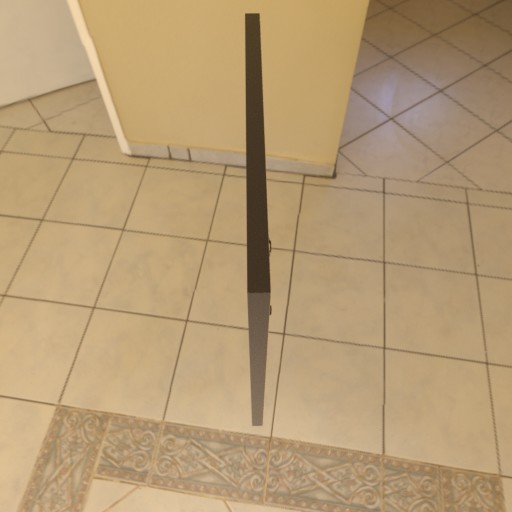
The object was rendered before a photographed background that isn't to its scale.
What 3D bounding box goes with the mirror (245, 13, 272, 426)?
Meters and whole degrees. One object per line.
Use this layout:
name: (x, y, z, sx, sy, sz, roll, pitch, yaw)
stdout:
mirror: (0.000, 0.000, 1.311, 0.041, 1.016, 0.762, -1, 58, -1)
